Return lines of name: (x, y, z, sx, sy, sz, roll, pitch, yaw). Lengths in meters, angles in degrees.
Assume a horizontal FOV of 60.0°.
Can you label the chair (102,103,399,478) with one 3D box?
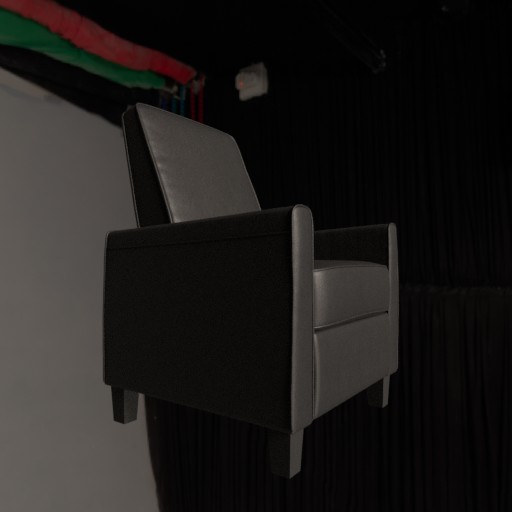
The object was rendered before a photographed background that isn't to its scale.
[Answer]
chair: (0.000, 0.000, 1.453, 0.746, 1.013, 0.705, 0, -1, 36)
